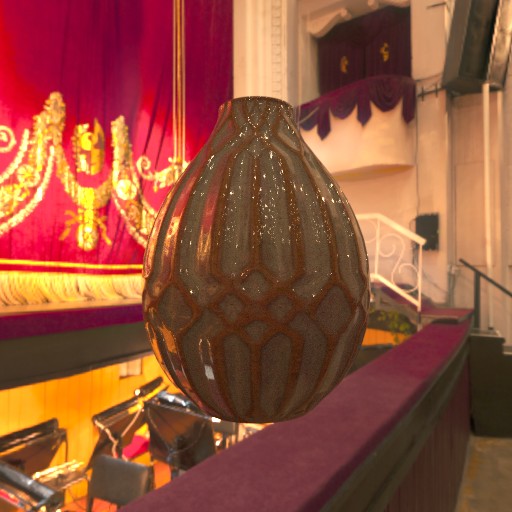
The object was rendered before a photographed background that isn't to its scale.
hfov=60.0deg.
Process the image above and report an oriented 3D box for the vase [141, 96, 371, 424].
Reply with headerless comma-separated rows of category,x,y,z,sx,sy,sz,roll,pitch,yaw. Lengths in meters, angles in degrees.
vase,0.000,0.000,0.262,0.131,0.175,0.131,0,-1,0
